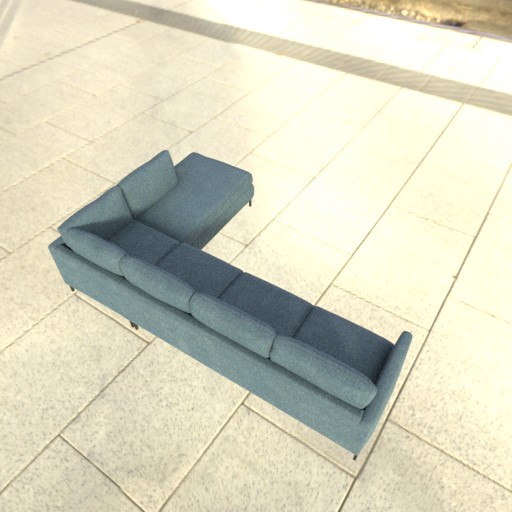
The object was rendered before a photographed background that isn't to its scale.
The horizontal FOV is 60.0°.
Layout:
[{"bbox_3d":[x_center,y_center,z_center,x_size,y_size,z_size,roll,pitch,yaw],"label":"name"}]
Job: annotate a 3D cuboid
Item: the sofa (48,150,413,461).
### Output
[{"bbox_3d":[0.000,0.000,3.909,2.949,0.815,2.007,25,51,22],"label":"sofa"}]
